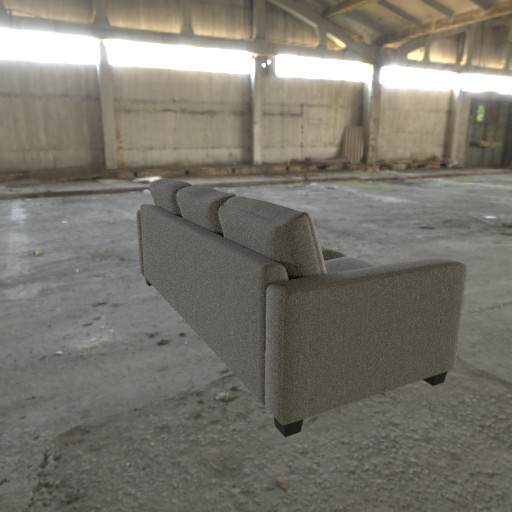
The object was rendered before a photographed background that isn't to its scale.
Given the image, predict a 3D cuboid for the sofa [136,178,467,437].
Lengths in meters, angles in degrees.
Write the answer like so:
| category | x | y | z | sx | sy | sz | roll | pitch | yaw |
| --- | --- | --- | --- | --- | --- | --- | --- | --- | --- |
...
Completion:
| category | x | y | z | sx | sy | sz | roll | pitch | yaw |
| --- | --- | --- | --- | --- | --- | --- | --- | --- | --- |
| sofa | 0.000 | 0.000 | 2.568 | 0.900 | 0.800 | 2.120 | -7 | 16 | -26 |
